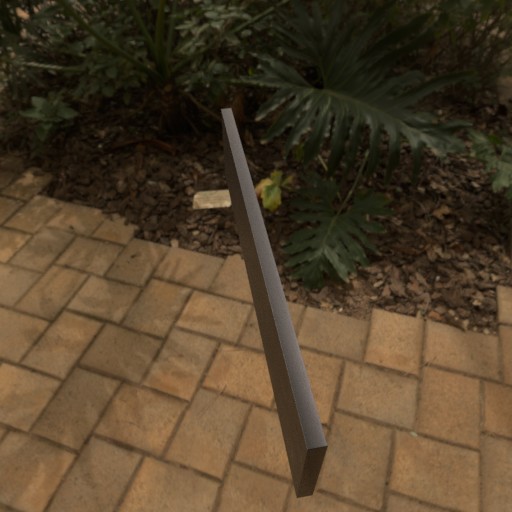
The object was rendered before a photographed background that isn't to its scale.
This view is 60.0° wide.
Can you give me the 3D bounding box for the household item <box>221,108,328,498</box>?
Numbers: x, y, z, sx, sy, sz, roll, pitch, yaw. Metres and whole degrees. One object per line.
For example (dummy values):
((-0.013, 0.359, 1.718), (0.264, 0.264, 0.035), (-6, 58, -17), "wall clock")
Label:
((0.000, 0.000, 1.060), (0.030, 0.236, 1.001), (-7, 47, -7), "household item")
